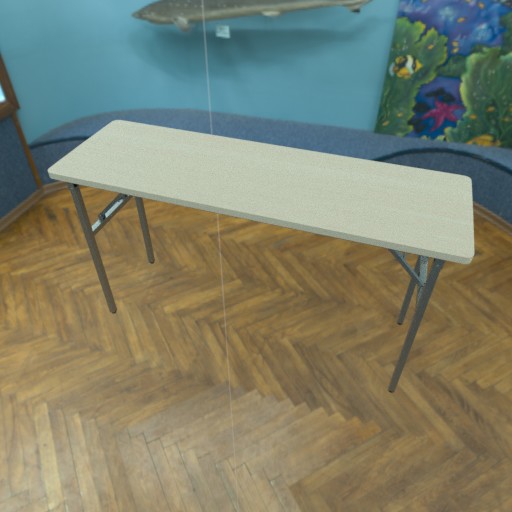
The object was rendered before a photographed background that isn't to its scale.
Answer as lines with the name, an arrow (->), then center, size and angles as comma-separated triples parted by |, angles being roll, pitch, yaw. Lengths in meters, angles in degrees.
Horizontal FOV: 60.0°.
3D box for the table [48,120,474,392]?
table -> 0.000, 0.000, 1.766 | 1.397, 0.750, 0.446 | 13, 43, 14
